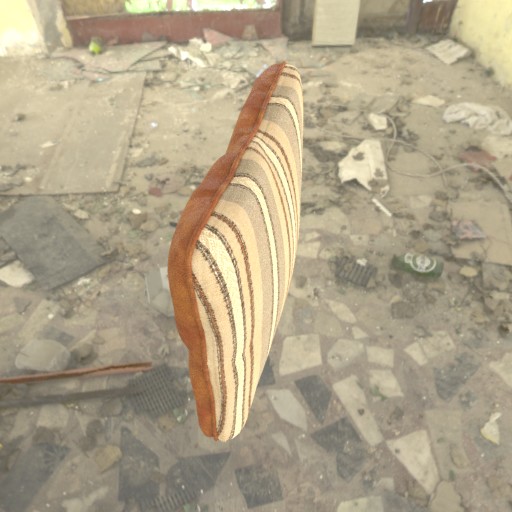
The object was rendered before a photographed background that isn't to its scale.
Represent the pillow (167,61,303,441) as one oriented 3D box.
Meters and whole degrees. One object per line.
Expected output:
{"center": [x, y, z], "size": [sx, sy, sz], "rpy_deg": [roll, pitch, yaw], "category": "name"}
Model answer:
{"center": [0.000, 0.000, 0.759], "size": [0.130, 0.490, 0.489], "rpy_deg": [11, 47, 10], "category": "pillow"}
